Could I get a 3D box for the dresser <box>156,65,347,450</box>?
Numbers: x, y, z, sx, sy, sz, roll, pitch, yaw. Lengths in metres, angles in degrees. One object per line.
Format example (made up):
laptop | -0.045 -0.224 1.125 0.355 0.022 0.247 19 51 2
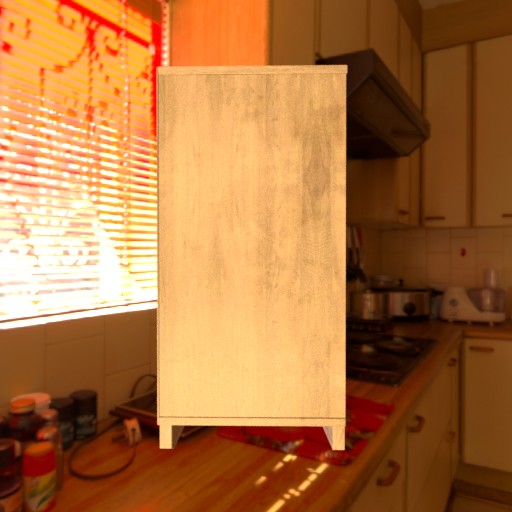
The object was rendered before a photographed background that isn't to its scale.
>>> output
dresser | 0.000 0.000 1.438 0.404 0.816 0.994 0 1 1
